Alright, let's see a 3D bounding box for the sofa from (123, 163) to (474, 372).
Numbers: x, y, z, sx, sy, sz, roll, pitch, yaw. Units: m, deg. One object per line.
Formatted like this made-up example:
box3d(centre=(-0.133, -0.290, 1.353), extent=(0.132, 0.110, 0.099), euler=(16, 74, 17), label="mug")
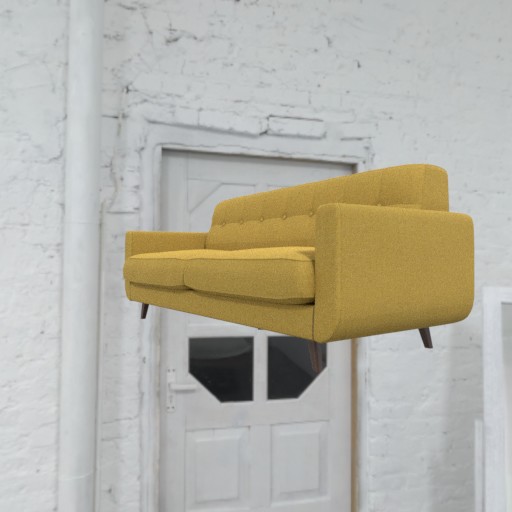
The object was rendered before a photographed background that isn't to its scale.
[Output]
box3d(centre=(0.000, 0.000, 2.493), extent=(0.909, 0.841, 2.029), euler=(0, 0, -36), label="sofa")
